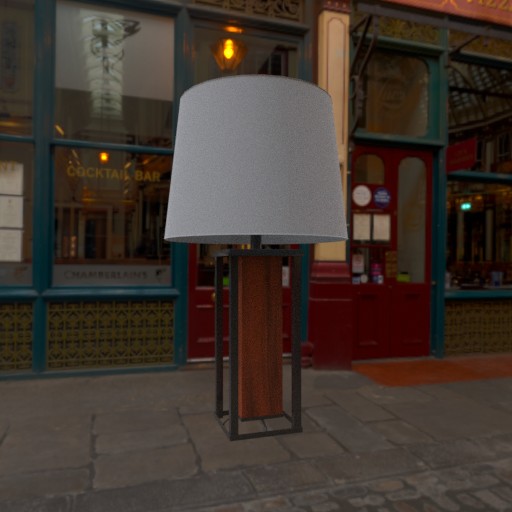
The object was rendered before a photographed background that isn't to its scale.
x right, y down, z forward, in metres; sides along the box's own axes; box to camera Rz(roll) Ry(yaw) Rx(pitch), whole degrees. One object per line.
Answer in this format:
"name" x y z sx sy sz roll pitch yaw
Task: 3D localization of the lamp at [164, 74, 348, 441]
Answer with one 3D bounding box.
"lamp" 0.000 0.000 0.784 0.320 0.591 0.320 0 -1 0
